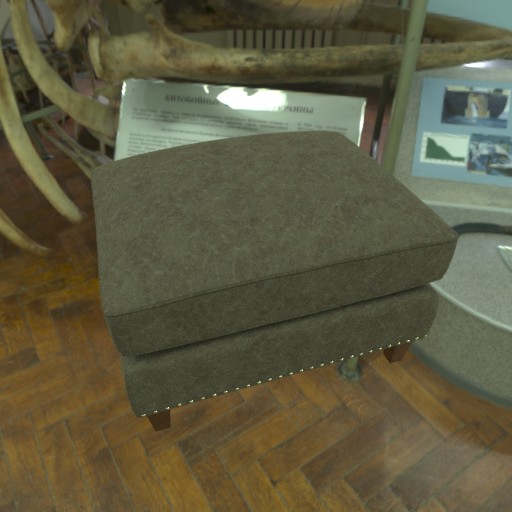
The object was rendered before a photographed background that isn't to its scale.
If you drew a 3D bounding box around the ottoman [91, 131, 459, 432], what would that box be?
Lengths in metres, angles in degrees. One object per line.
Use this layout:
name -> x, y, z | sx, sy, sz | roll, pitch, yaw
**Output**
ottoman -> 0.000, 0.000, 1.162 | 0.741, 0.513, 0.584 | -12, 40, -14
